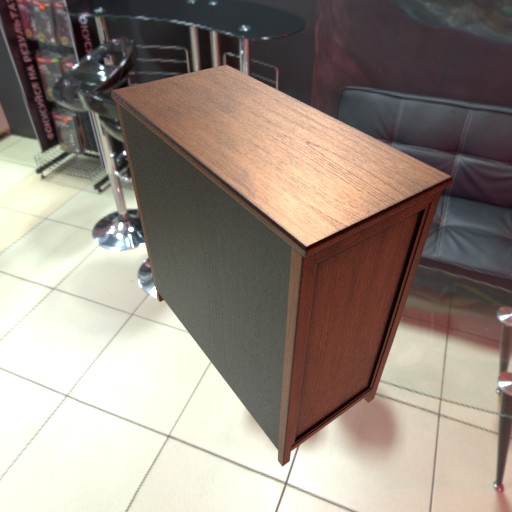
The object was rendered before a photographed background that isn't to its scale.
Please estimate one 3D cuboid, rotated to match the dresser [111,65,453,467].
[{"bbox_3d":[0.000,0.000,1.974,0.591,1.224,1.250,-25,47,-26],"label":"dresser"}]
